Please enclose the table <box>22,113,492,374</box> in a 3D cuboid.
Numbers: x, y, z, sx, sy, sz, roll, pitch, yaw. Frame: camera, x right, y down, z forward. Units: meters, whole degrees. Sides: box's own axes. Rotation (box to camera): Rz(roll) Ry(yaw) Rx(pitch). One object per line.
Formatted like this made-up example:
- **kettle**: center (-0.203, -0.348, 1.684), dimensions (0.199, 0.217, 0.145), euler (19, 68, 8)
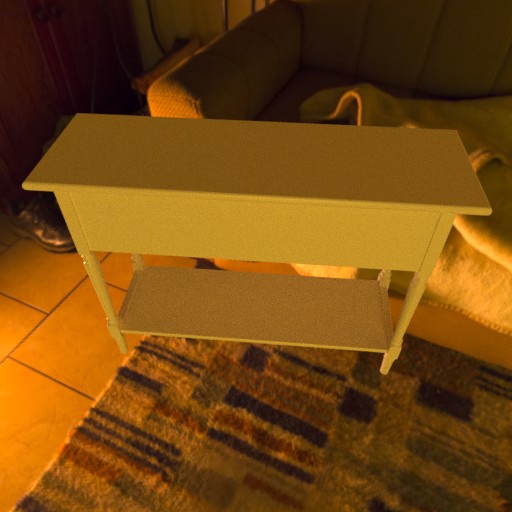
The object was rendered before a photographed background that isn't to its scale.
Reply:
- **table**: center (0.000, 0.000, 1.534), dimensions (1.191, 0.814, 0.386), euler (4, 45, 4)
